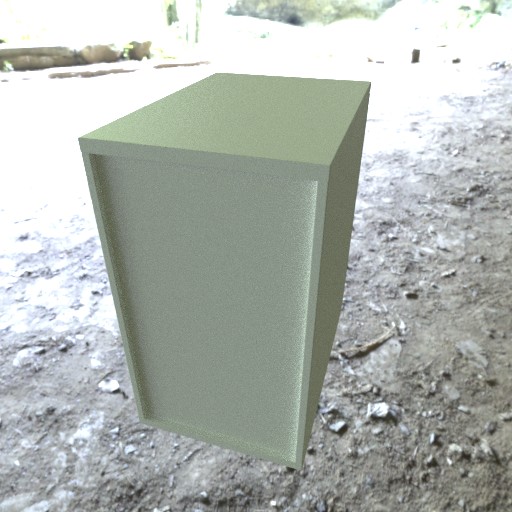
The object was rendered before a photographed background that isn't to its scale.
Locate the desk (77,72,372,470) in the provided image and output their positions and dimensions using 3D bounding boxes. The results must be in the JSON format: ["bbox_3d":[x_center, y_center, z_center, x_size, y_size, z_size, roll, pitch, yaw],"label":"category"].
[{"bbox_3d":[0.000,0.000,1.087,0.404,0.730,0.600,10,34,15],"label":"desk"}]
